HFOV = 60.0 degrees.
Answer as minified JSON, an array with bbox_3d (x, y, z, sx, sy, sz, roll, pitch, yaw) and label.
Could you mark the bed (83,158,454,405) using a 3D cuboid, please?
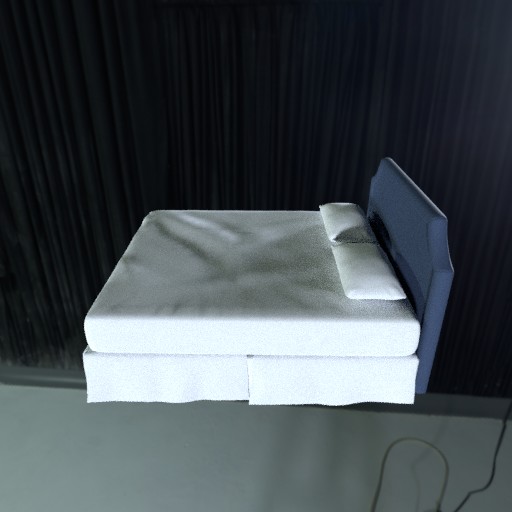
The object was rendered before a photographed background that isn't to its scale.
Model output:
[{"bbox_3d":[0.000,0.000,4.237,2.773,1.488,2.350,0,27,1],"label":"bed"}]
